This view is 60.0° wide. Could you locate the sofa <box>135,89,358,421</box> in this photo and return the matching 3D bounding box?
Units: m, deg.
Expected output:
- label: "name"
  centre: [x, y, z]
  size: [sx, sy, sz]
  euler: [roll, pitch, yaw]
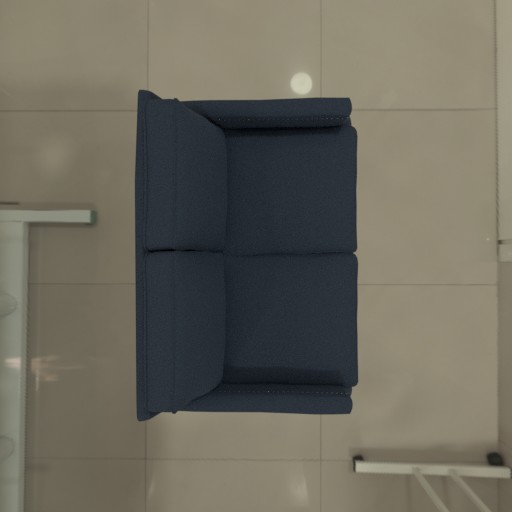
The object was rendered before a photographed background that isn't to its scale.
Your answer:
- label: "sofa"
  centre: [0.000, 0.000, 2.339]
  size: [1.084, 1.003, 1.597]
  euler: [0, 89, 1]
